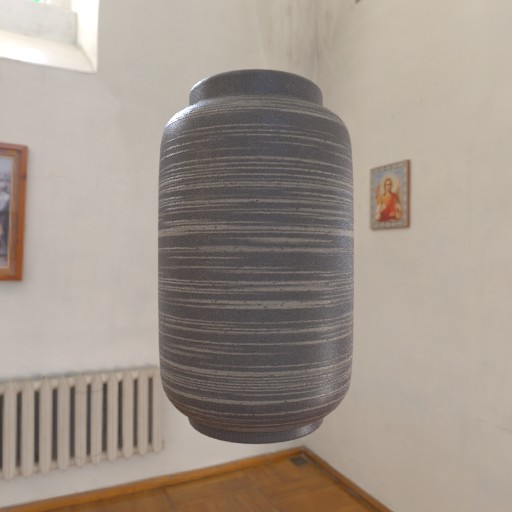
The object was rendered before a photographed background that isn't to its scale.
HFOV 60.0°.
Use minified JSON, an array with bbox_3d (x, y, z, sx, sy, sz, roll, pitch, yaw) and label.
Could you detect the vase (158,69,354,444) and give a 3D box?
[{"bbox_3d":[0.000,0.000,0.687,0.297,0.499,0.297,0,0,0],"label":"vase"}]
